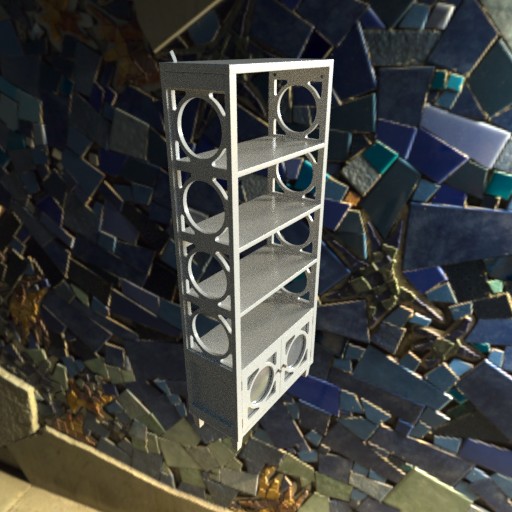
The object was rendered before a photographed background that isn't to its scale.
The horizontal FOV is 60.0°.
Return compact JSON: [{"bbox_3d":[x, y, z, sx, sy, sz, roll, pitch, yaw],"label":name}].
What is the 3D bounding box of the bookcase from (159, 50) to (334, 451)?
[{"bbox_3d":[0.000,0.000,2.216,0.361,1.869,0.761,17,30,32],"label":"bookcase"}]
